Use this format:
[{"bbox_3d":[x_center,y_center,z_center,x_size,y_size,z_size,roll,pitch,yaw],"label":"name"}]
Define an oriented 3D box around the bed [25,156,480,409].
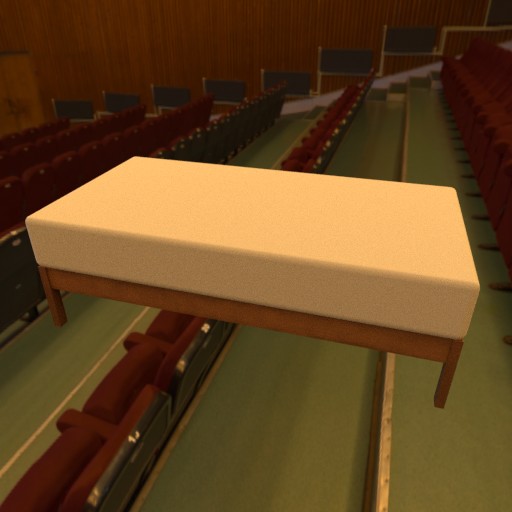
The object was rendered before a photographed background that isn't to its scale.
[{"bbox_3d":[0.000,0.000,2.301,1.902,0.616,0.961,8,31,14],"label":"bed"}]
